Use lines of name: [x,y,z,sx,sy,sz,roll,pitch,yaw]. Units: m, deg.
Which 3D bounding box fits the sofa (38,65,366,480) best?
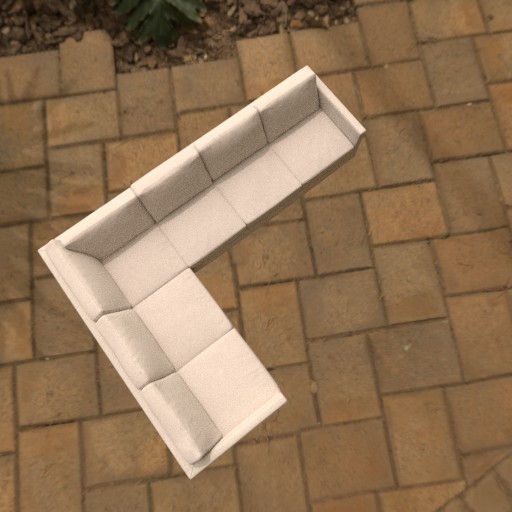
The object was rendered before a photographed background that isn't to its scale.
sofa: [0.000,0.000,4.258,3.182,0.863,2.432,-37,79,-8]
